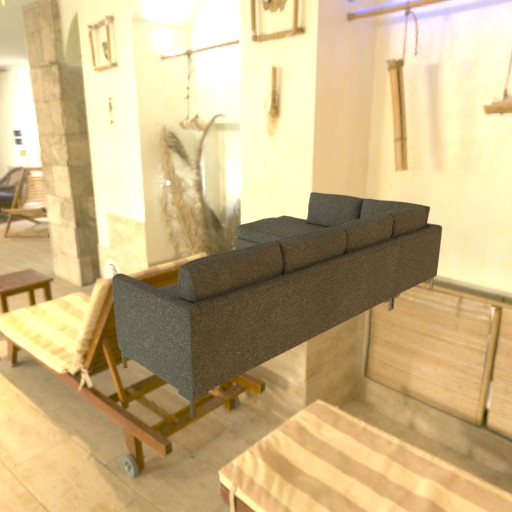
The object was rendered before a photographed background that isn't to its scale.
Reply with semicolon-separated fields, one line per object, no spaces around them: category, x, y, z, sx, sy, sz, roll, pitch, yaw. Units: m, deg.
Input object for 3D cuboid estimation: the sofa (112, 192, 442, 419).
sofa;0.000;0.000;3.852;2.949;0.815;2.007;-15;22;-43
